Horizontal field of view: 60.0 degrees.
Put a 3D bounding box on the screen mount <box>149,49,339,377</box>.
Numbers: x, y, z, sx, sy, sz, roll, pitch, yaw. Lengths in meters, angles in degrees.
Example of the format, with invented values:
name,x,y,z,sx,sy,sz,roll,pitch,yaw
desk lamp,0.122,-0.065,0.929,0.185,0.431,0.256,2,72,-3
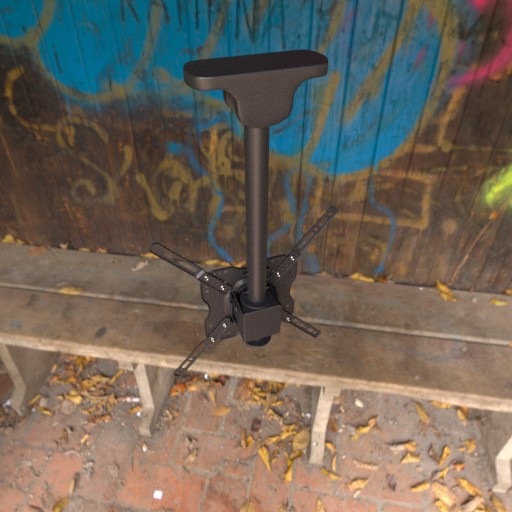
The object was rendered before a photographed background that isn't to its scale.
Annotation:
name,x,y,z,sx,sy,sz,roll,pitch,yaw
screen mount,0.000,0.000,0.869,0.393,0.729,0.090,-13,41,-15
